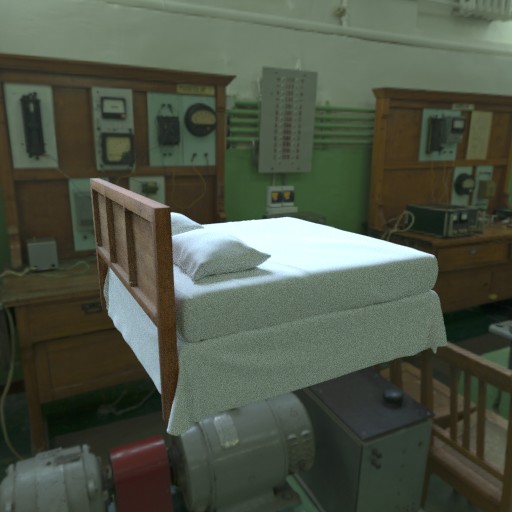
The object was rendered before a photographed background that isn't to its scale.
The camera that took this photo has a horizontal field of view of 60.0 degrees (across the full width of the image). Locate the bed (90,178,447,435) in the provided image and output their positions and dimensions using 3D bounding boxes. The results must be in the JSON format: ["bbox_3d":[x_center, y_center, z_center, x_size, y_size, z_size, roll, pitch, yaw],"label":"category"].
[{"bbox_3d":[0.000,0.000,3.527,2.165,1.158,2.255,-7,16,-27],"label":"bed"}]
